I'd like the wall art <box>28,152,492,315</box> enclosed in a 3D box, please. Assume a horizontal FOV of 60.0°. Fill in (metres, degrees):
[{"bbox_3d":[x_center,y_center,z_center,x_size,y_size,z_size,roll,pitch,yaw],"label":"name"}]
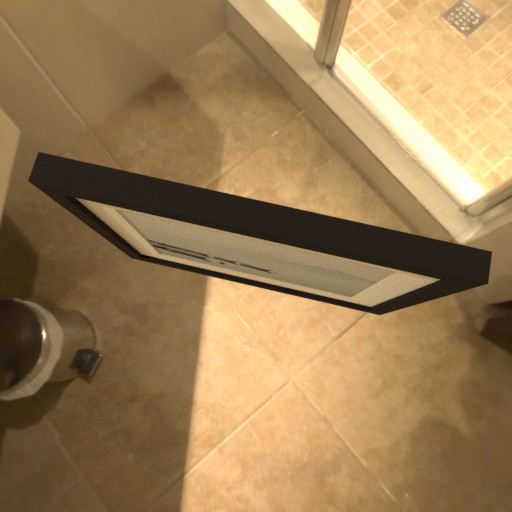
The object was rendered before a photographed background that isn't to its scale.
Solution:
[{"bbox_3d":[0.000,0.000,0.534,0.397,0.325,0.028,13,78,3],"label":"wall art"}]
